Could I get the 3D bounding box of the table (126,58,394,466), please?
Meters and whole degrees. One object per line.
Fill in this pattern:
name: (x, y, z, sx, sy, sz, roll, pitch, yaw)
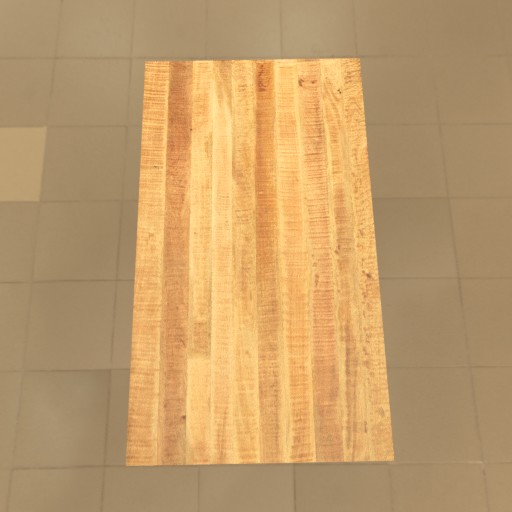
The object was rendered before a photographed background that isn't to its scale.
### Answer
table: (0.000, 0.000, 1.632, 0.760, 0.455, 1.320, -1, 76, 0)
